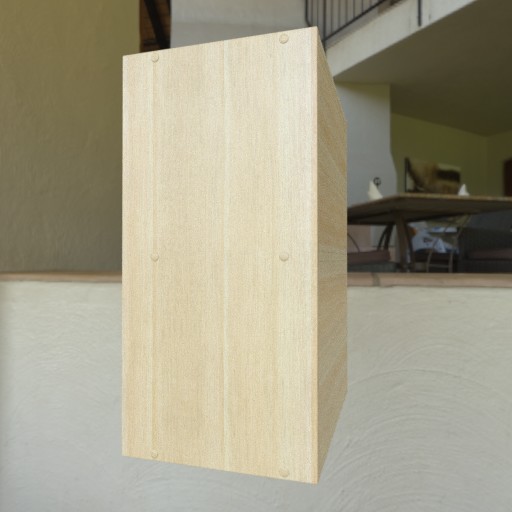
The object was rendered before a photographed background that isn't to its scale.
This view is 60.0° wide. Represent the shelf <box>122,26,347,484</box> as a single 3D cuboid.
[{"bbox_3d":[0.000,0.000,0.810,0.290,0.592,0.414,0,-1,17],"label":"shelf"}]
